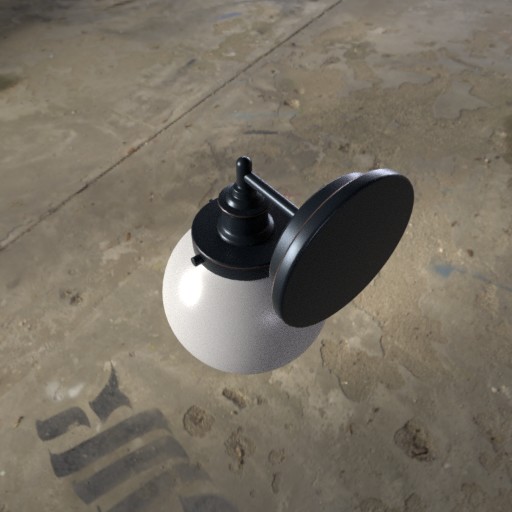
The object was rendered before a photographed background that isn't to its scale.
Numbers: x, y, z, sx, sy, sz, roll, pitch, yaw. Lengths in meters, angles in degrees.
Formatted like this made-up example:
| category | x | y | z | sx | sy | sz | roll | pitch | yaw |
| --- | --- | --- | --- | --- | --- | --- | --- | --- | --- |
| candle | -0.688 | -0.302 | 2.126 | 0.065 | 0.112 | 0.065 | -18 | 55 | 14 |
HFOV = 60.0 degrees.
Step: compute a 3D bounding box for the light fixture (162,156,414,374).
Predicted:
| category | x | y | z | sx | sy | sz | roll | pitch | yaw |
| --- | --- | --- | --- | --- | --- | --- | --- | --- | --- |
| light fixture | 0.000 | 0.000 | 0.463 | 0.197 | 0.332 | 0.230 | -30 | 54 | -25 |
